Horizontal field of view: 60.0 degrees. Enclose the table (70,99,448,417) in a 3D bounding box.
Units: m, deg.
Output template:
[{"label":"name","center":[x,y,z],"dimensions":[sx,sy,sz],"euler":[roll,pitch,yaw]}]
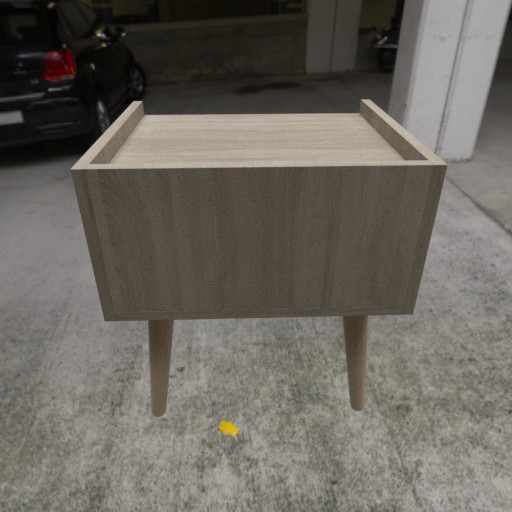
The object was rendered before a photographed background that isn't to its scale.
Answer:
[{"label":"table","center":[0.000,0.000,0.807],"dimensions":[0.450,0.470,0.370],"euler":[-1,31,-2]}]
